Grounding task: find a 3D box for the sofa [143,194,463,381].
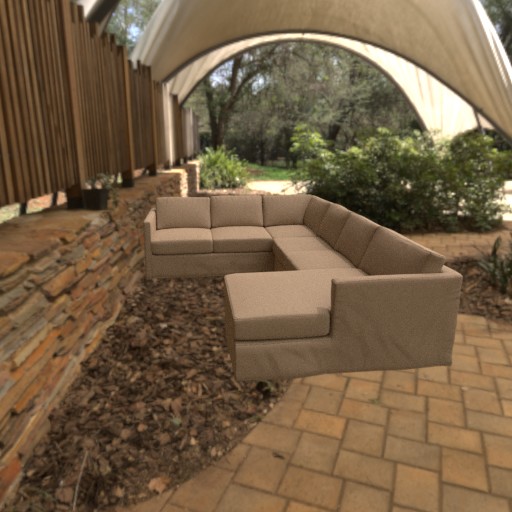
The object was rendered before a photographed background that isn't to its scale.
[{"bbox_3d":[0.000,0.000,4.583,2.427,0.882,3.460,-2,15,-8],"label":"sofa"}]
